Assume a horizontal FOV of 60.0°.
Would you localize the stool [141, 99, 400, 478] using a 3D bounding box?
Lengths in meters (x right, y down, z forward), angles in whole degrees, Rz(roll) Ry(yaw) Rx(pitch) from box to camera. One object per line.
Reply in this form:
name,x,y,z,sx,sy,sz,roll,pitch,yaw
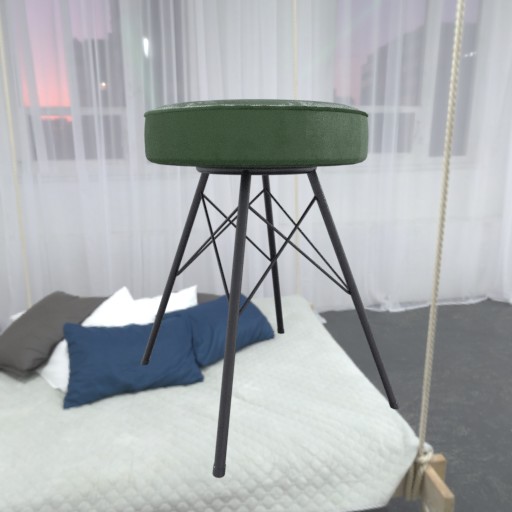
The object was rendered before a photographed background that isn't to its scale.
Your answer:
stool,0.000,0.000,0.931,0.430,0.595,0.457,-7,15,-28
